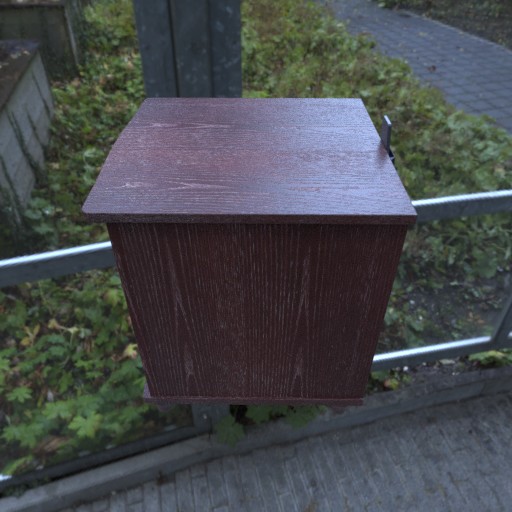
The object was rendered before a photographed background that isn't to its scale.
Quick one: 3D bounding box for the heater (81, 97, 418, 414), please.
[{"bbox_3d":[0.000,0.000,0.755,0.400,0.481,0.362,0,39,1],"label":"heater"}]
